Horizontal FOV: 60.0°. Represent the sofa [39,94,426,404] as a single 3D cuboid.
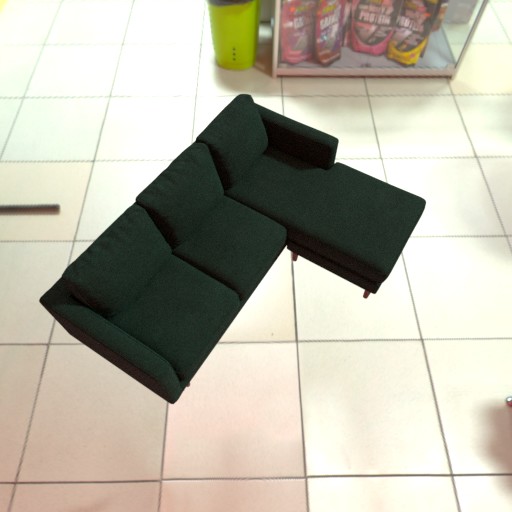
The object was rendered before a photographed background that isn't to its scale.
[{"bbox_3d":[0.000,0.000,2.877,1.580,0.899,2.030,28,62,16],"label":"sofa"}]
